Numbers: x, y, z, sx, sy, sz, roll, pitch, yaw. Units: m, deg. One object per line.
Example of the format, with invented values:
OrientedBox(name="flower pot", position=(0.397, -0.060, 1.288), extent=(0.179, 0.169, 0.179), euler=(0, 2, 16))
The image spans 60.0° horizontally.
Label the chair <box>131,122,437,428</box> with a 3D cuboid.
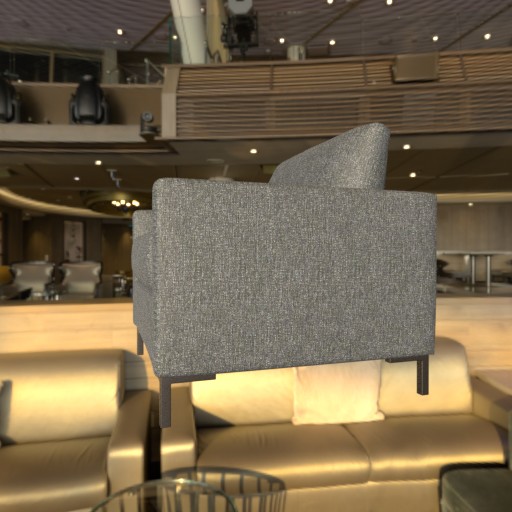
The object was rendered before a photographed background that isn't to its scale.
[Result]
OrientedBox(name="chair", position=(0.000, 0.000, 1.651), extent=(0.866, 0.861, 0.963), euler=(0, 0, -19))
